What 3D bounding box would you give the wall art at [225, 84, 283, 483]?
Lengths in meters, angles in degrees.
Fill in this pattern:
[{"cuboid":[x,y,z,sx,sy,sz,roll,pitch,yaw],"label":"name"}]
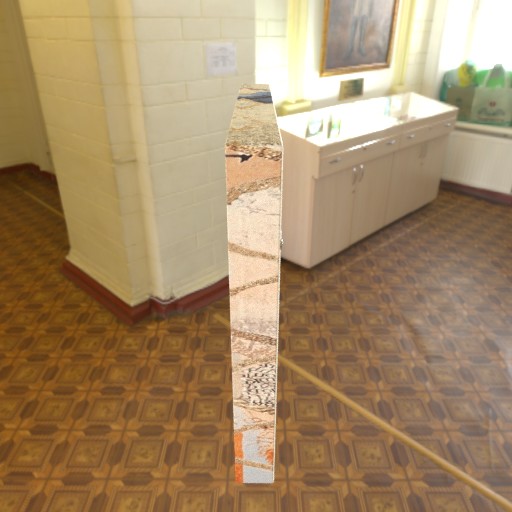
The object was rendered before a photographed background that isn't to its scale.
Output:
[{"cuboid":[0.000,0.000,0.461,0.036,0.304,0.303,0,27,0],"label":"wall art"}]
